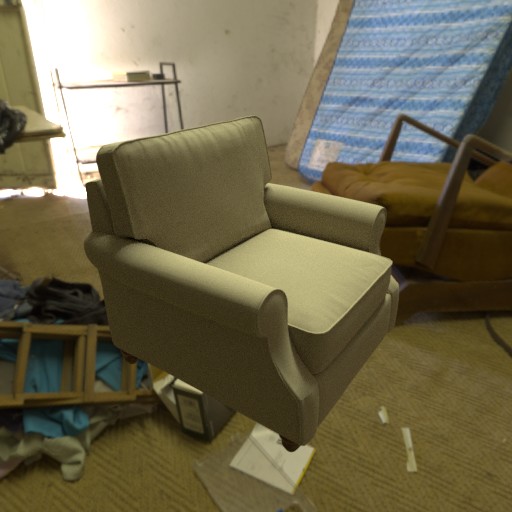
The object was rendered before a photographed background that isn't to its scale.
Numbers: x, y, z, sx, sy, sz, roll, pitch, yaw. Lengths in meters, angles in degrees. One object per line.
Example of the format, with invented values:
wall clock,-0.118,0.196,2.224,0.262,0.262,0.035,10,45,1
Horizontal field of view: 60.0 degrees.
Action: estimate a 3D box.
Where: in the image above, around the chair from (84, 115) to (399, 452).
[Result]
chair,0.000,0.000,1.786,0.966,0.967,1.029,17,30,31
